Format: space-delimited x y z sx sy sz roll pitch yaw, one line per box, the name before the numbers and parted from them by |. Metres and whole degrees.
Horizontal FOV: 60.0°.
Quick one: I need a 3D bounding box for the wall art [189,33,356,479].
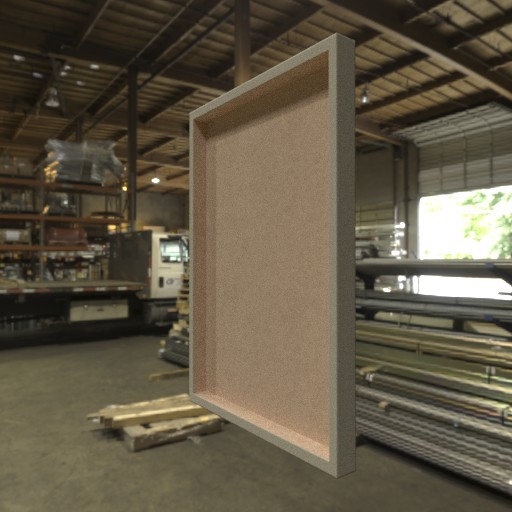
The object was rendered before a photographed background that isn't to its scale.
wall art | 0.000 0.000 0.783 0.038 0.608 0.418 0 0 -37
